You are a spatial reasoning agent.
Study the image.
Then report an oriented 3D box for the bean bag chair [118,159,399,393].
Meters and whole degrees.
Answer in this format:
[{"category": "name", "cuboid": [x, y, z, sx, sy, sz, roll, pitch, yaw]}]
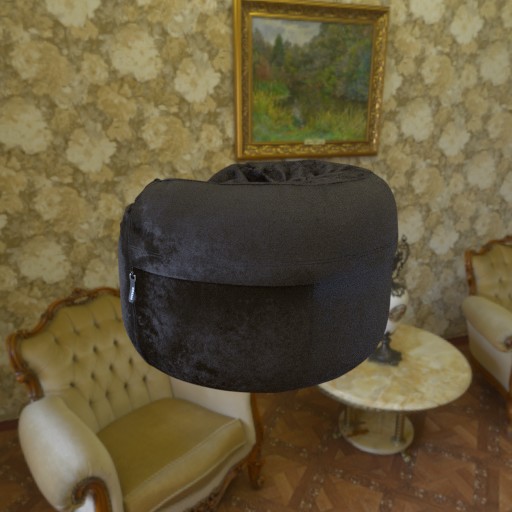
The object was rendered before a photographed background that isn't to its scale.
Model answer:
[{"category": "bean bag chair", "cuboid": [0.000, 0.000, 1.518, 0.918, 0.605, 0.918, 0, 16, 0]}]
